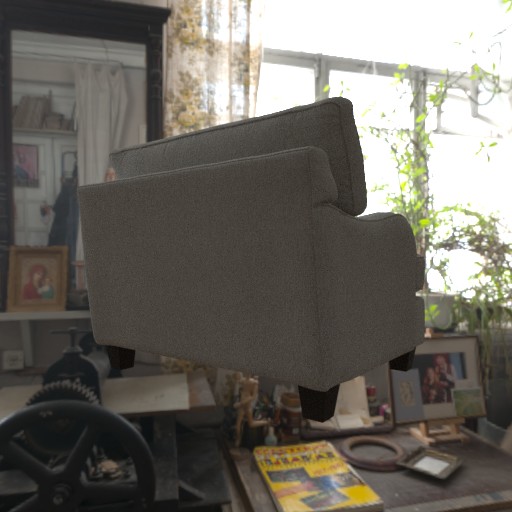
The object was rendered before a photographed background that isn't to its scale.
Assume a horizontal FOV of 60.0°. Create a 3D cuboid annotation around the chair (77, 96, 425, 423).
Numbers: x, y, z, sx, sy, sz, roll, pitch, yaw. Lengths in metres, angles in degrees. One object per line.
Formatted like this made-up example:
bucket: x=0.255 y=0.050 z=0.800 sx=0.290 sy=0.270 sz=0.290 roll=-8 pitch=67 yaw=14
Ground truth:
chair: x=0.000 y=0.000 z=1.975 sx=1.220 sy=1.016 sz=1.041 roll=0 pitch=0 yaw=38
